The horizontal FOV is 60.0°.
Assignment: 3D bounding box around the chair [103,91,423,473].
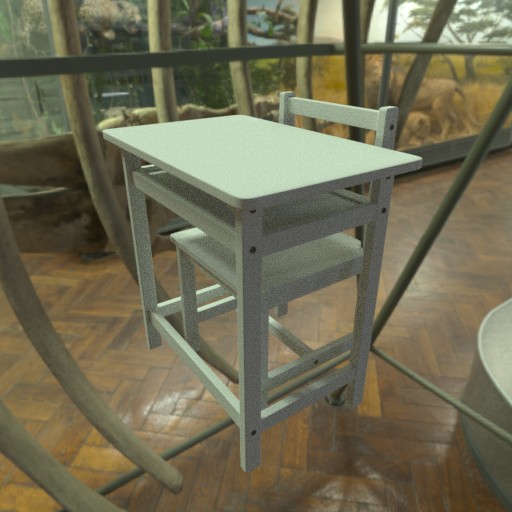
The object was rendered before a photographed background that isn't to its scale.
[{"bbox_3d":[0.000,0.000,1.043,0.461,0.673,0.599,-17,31,-31],"label":"chair"}]
